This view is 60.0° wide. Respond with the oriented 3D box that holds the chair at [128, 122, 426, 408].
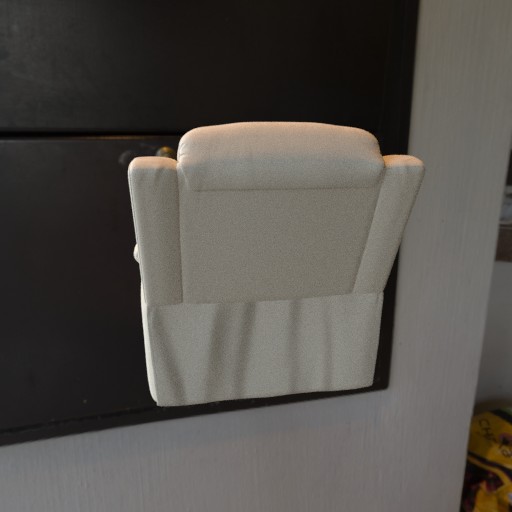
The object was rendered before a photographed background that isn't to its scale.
[{"bbox_3d":[0.000,0.000,1.246,0.680,0.702,0.709,-2,15,-9],"label":"chair"}]
